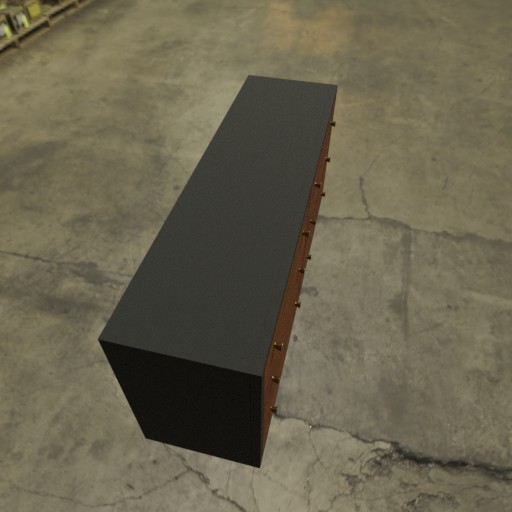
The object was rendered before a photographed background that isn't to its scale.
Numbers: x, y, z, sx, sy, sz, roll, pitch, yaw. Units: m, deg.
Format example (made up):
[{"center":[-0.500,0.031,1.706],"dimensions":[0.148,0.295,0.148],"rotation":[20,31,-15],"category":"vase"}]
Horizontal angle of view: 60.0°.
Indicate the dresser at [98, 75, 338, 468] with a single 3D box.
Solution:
[{"center":[0.000,0.000,1.948],"dimensions":[0.463,0.872,1.558],"rotation":[10,48,9],"category":"dresser"}]
